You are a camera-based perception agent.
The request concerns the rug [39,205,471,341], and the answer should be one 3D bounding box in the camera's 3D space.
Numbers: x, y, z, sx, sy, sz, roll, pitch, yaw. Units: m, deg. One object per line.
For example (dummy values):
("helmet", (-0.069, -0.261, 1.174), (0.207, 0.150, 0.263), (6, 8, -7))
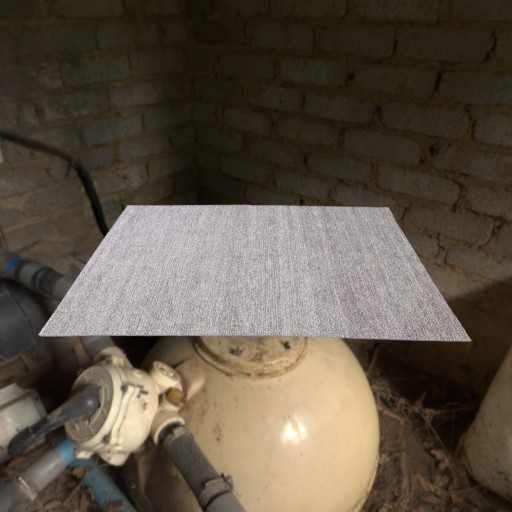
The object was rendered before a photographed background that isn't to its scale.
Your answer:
("rug", (0.000, 0.000, 4.322), (3.202, 0.045, 2.434), (1, 30, 1))
